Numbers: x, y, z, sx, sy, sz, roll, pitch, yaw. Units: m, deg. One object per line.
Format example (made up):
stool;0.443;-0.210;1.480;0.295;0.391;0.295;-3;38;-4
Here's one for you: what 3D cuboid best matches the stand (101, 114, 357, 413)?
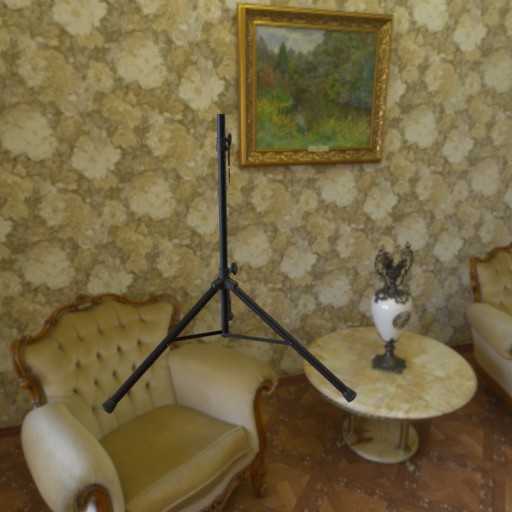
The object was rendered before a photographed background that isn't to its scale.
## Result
stand;0.000;0.000;1.852;0.907;1.136;1.045;8;17;26
